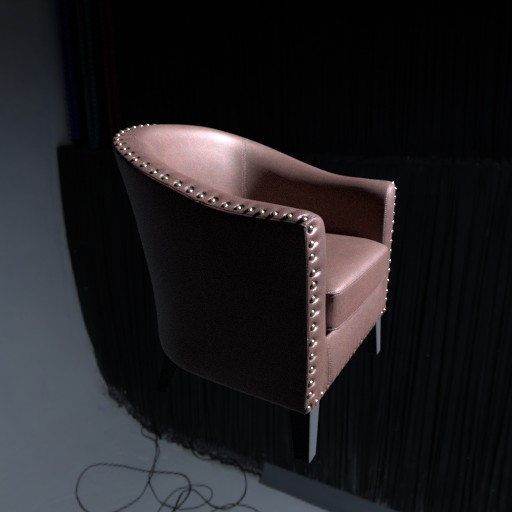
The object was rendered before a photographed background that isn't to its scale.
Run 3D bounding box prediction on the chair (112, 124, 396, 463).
[{"bbox_3d":[0.000,0.000,1.435,0.748,0.823,0.794,9,18,28],"label":"chair"}]
